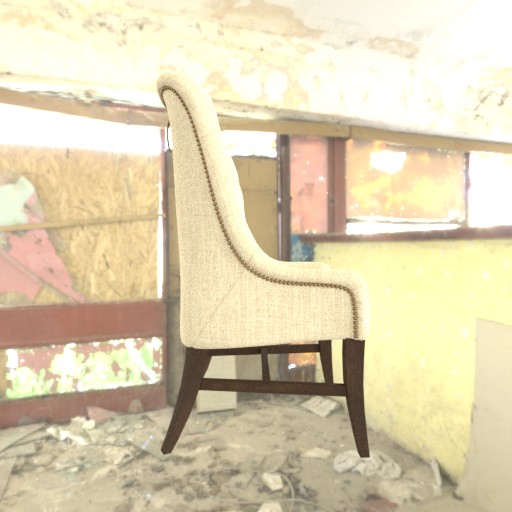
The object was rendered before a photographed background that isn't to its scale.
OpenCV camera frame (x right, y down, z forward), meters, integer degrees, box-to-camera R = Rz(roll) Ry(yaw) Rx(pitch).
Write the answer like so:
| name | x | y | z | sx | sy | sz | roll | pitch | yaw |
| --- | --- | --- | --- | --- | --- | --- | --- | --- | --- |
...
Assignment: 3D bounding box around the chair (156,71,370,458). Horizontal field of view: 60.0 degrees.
| name | x | y | z | sx | sy | sz | roll | pitch | yaw |
| --- | --- | --- | --- | --- | --- | --- | --- | --- | --- |
| chair | 0.000 | 0.000 | 1.485 | 0.629 | 1.091 | 0.634 | 0 | 1 | 0 |
